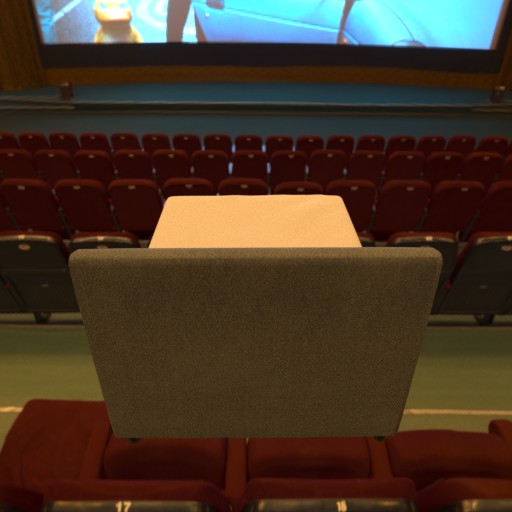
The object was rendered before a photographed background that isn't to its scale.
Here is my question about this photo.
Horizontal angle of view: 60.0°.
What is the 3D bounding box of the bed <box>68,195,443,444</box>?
[{"bbox_3d":[0.000,0.000,3.147,1.713,1.330,2.142,0,32,0],"label":"bed"}]
